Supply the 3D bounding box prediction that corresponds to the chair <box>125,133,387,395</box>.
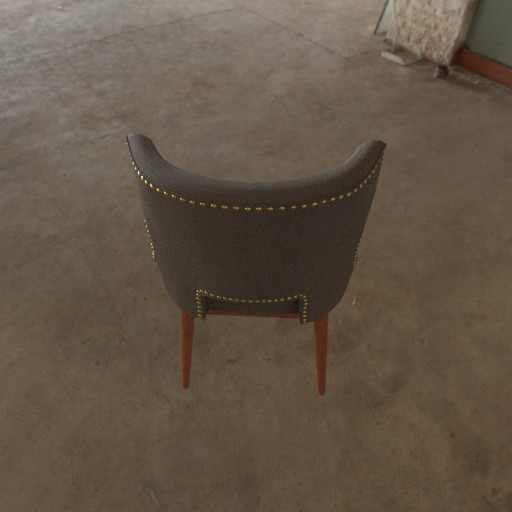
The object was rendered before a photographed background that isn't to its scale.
[{"bbox_3d":[0.000,0.000,1.274,0.595,0.863,0.581,2,46,2],"label":"chair"}]
